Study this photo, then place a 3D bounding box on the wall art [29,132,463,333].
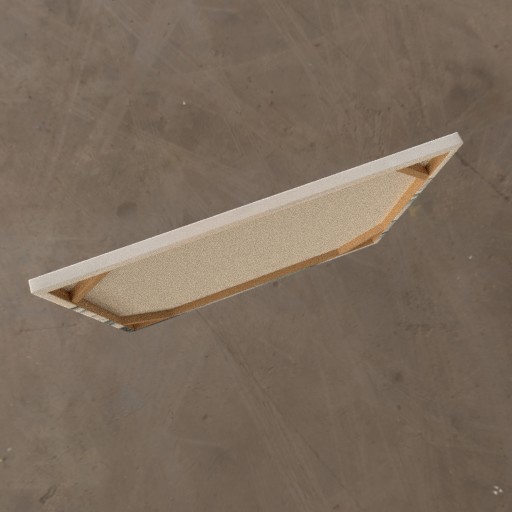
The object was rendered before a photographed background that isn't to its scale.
[{"bbox_3d":[0.000,0.000,1.615,1.219,0.915,0.039,-20,75,-6],"label":"wall art"}]
